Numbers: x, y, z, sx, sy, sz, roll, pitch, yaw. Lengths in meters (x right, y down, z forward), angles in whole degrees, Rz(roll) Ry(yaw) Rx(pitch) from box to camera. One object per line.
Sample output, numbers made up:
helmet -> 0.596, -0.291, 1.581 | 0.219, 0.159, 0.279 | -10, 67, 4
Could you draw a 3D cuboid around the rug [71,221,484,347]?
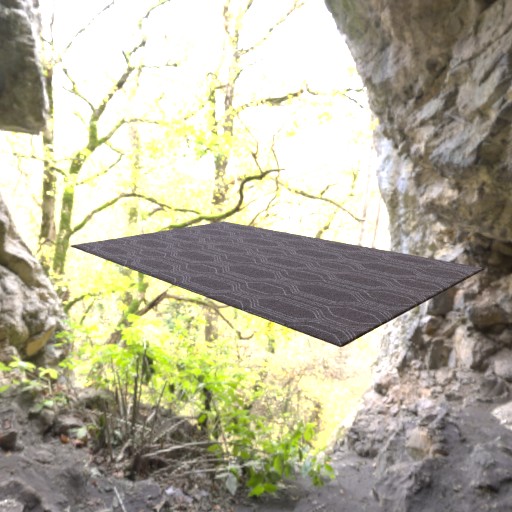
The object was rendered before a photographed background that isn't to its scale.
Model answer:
rug -> 0.000, 0.000, 3.054 | 2.457, 0.012, 1.541 | 14, 20, 43
